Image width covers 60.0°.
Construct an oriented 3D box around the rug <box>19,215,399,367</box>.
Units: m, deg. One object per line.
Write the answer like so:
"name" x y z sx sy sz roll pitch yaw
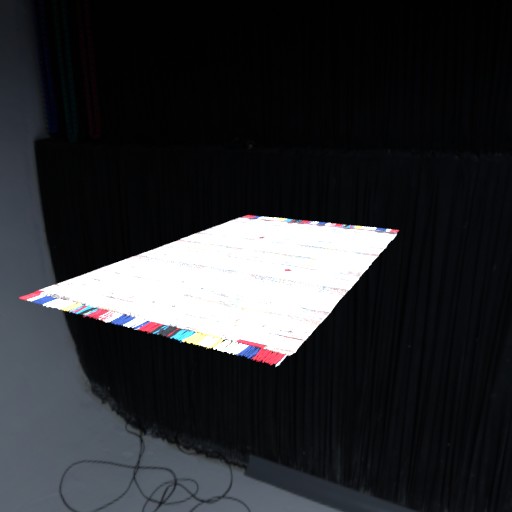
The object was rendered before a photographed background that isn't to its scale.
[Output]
"rug" 0.000 0.000 2.959 1.465 0.012 2.465 8 18 26
